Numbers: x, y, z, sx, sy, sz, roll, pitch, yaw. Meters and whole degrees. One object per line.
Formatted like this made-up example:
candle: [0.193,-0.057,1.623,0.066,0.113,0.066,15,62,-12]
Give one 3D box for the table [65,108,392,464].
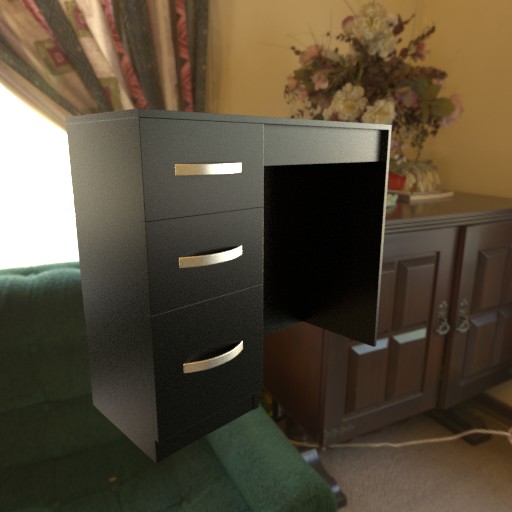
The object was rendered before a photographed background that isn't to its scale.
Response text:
table: [0.000,0.000,1.359,0.930,0.790,0.380,-13,19,-42]
